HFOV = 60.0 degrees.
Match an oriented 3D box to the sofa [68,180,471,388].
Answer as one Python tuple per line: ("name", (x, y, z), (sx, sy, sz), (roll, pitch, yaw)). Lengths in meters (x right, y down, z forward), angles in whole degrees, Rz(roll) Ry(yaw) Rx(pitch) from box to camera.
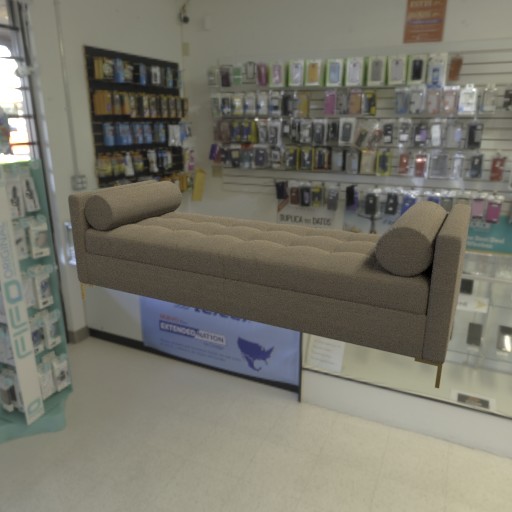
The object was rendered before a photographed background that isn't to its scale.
("sofa", (0.000, 0.000, 2.360), (1.981, 0.635, 0.686), (9, 19, 26))
